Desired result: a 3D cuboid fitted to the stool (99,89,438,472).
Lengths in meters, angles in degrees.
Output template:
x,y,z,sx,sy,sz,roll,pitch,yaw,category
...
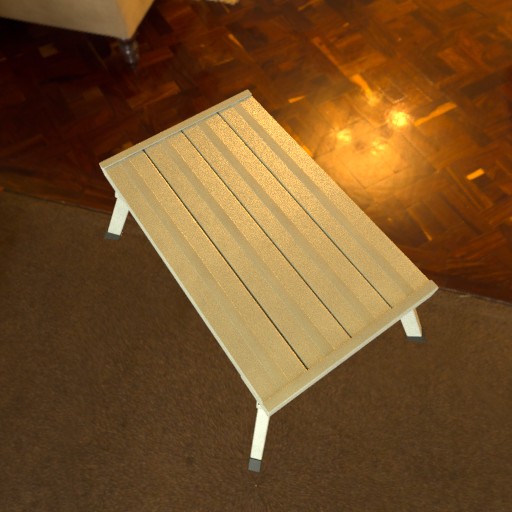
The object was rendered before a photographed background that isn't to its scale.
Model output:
x,y,z,sx,sy,sz,roll,pitch,yaw,category
0.000,0.000,0.742,0.385,0.225,0.535,-32,67,-15,stool
